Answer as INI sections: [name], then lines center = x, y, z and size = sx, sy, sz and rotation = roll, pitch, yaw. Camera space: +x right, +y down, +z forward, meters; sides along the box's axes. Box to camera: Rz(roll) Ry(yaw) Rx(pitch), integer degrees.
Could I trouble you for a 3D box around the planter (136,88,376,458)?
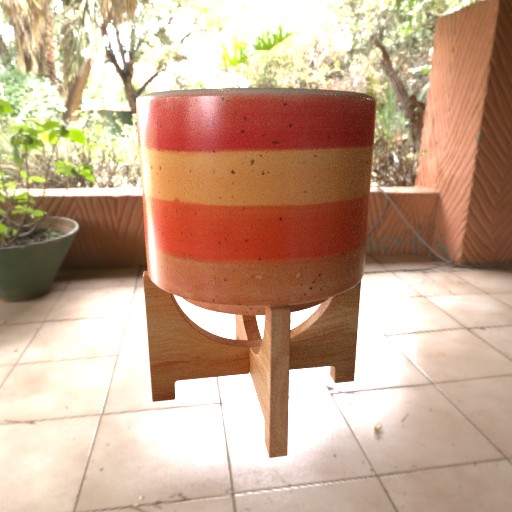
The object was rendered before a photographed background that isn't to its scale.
[planter]
center = 0.000, 0.000, 0.398
size = 0.199, 0.268, 0.199
rotation = 0, 16, 0
